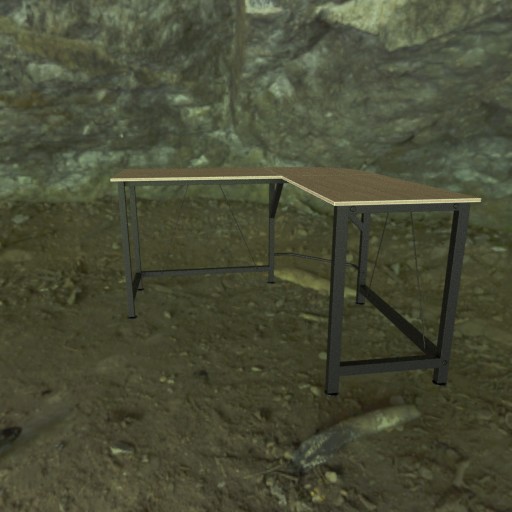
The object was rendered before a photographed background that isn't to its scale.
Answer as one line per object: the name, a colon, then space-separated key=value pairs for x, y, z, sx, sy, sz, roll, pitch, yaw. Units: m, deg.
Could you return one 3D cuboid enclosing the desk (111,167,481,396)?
desk: x=0.000 y=0.000 z=2.239 sx=1.400 sy=0.762 sz=1.400 roll=-2 pitch=16 yaw=-8
